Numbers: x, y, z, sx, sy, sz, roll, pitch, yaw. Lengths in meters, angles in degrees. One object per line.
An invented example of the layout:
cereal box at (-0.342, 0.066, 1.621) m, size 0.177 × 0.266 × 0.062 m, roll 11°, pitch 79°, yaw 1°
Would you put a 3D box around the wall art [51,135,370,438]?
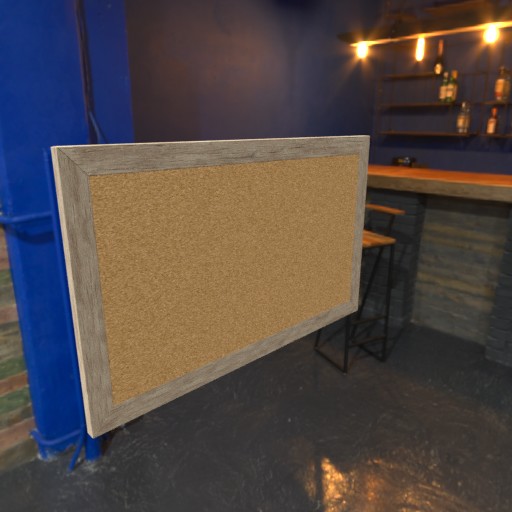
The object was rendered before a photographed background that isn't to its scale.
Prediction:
wall art at (0.000, 0.000, 0.944) m, size 0.780 × 0.480 × 0.021 m, roll -15°, pitch 23°, yaw -41°
